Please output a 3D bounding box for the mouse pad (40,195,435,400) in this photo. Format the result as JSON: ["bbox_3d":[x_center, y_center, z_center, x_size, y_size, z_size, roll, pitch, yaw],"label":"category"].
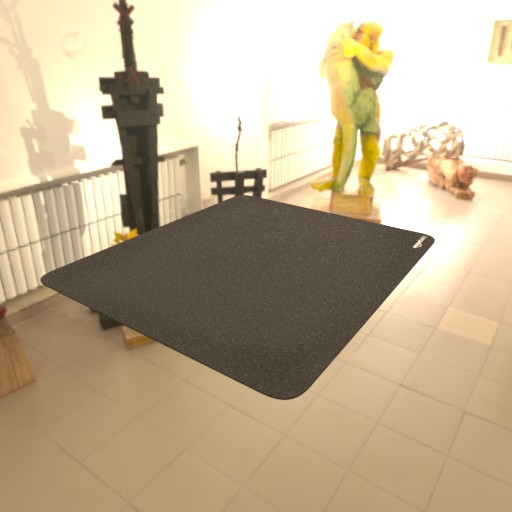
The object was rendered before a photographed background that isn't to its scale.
[{"bbox_3d":[0.000,0.000,0.639,0.393,0.002,0.451,17,30,32],"label":"mouse pad"}]
